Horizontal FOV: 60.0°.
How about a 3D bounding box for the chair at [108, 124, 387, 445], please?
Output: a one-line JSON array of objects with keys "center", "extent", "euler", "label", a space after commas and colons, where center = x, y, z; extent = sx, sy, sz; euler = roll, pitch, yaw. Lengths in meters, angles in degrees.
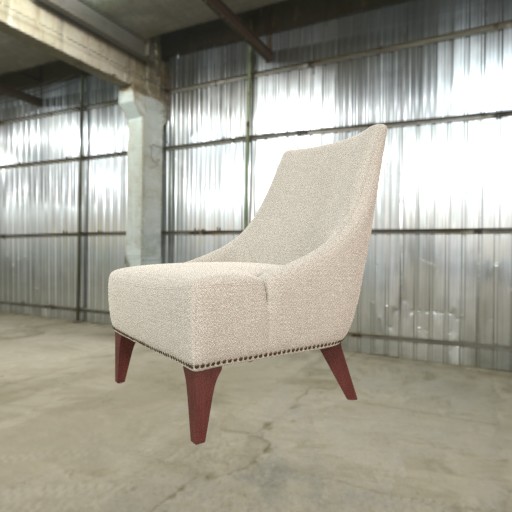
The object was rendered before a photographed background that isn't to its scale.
[{"center": [0.000, 0.000, 1.543], "extent": [0.861, 0.909, 0.701], "euler": [0, 1, -35], "label": "chair"}]
